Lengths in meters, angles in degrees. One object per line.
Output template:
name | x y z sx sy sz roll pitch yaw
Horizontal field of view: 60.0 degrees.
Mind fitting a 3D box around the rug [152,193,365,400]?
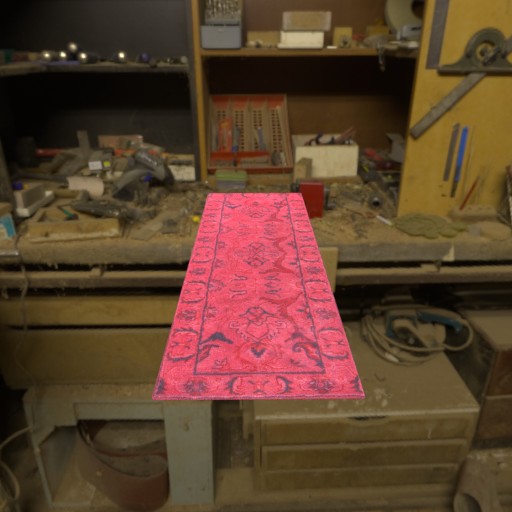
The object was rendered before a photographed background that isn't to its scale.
rug | 0.000 0.000 2.775 0.813 0.018 2.439 0 26 0
